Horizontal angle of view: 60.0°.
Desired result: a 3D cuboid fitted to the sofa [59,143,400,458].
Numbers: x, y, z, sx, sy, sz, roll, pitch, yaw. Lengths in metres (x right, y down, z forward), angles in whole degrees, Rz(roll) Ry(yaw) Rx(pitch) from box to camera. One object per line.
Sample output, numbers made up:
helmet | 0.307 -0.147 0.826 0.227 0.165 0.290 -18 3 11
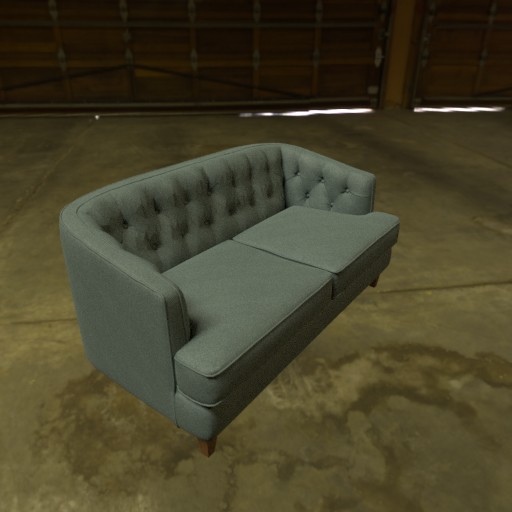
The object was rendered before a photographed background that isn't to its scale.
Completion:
sofa | 0.000 0.000 2.278 0.941 0.855 1.733 18 32 32
